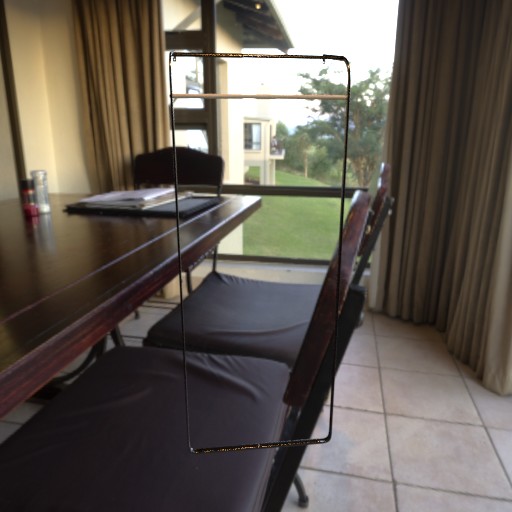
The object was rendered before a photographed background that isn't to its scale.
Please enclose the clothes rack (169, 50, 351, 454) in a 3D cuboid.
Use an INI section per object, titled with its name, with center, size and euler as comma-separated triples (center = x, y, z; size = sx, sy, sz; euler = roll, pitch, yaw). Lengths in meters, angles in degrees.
[clothes rack]
center = 0.000, 0.000, 1.797
size = 0.609, 1.574, 0.349
euler = -2, 16, -7
